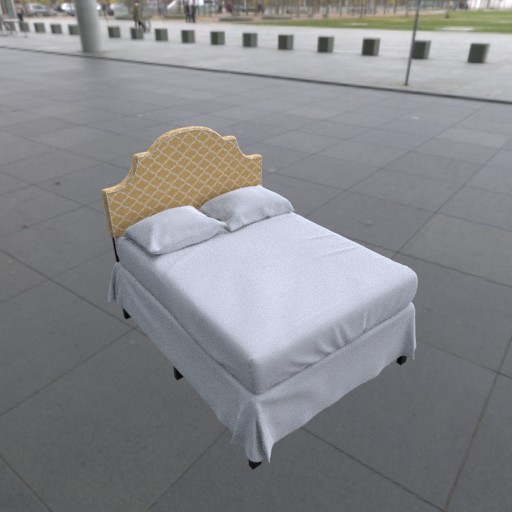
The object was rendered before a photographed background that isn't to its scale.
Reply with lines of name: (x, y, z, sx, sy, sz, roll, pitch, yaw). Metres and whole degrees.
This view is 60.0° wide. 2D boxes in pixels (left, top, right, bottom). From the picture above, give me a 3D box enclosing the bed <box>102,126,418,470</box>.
bed: (0.000, 0.000, 3.477, 1.780, 1.633, 2.222, -21, 36, -32)
